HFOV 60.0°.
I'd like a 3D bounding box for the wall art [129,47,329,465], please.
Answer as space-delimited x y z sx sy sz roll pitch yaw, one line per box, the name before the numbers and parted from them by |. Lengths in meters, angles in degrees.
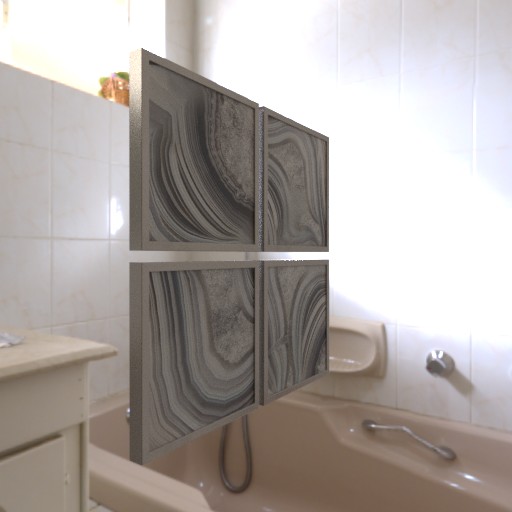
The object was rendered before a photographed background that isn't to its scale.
wall art | 0.000 0.000 0.903 0.029 0.611 0.611 0 0 36
